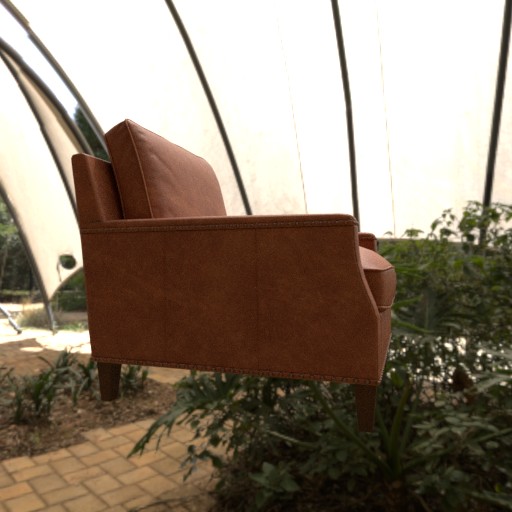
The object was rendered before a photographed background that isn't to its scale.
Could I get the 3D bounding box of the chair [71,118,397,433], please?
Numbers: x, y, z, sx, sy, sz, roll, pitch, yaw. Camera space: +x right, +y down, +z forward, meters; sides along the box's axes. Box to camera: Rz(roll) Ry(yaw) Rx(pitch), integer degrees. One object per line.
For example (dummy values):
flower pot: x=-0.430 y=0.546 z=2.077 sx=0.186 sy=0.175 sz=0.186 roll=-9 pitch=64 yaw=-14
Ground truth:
chair: x=0.000 y=0.000 z=1.690 sx=1.014 sy=0.943 sz=0.853 roll=0 pitch=-1 yaw=19
